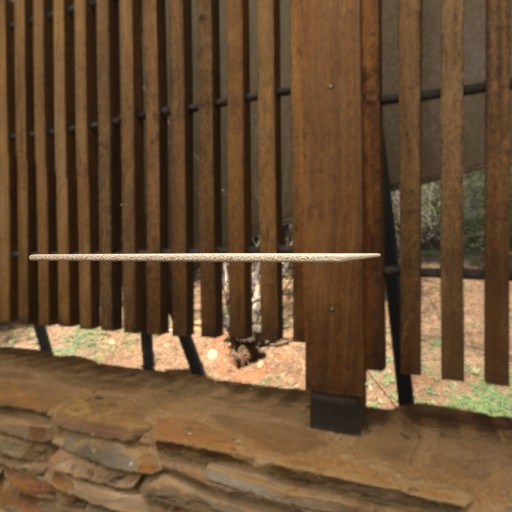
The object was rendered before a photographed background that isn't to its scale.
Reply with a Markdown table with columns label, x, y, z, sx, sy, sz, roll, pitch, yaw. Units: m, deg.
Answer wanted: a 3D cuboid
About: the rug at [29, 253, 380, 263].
| label | x | y | z | sx | sy | sz | roll | pitch | yaw |
| --- | --- | --- | --- | --- | --- | --- | --- | --- | --- |
| rug | 0.000 | 0.000 | 3.069 | 1.524 | 0.030 | 2.438 | 0 | 0 | 19 |
